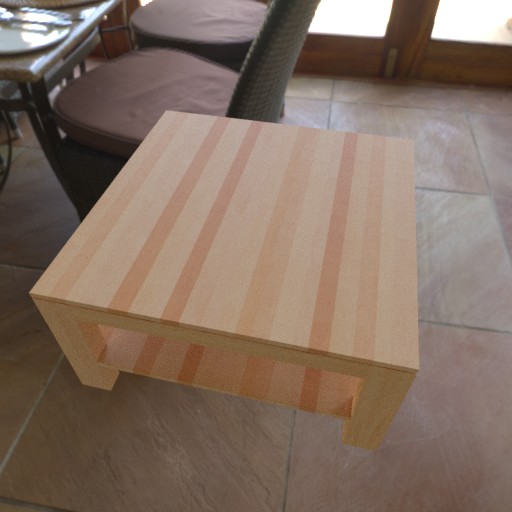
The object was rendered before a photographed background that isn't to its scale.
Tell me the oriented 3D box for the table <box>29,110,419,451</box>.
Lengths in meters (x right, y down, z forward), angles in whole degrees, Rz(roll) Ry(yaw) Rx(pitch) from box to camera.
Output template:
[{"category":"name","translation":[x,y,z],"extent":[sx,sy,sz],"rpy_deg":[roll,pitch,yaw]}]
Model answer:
[{"category":"table","translation":[0.000,0.000,1.448],"extent":[0.900,0.450,0.900],"rpy_deg":[10,47,9]}]
